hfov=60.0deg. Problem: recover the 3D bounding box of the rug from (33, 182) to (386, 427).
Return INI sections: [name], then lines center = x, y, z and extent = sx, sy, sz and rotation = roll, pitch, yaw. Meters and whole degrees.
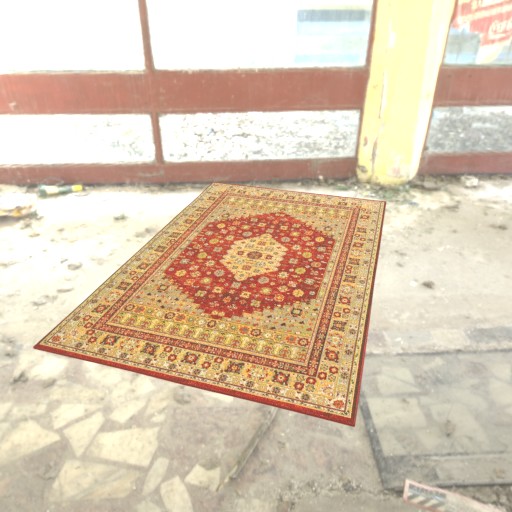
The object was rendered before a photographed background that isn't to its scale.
[rug]
center = 0.000, 0.000, 2.253
extent = 1.194, 0.013, 1.802
rotation = 9, 31, 15
